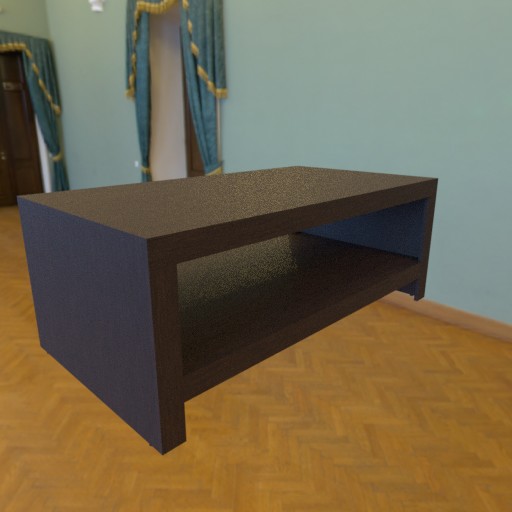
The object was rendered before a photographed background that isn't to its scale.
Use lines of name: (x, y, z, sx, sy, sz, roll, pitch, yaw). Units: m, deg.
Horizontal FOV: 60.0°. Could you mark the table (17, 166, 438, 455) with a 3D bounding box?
table: (0.000, 0.000, 1.344, 0.597, 0.424, 1.099, 16, 23, 42)
